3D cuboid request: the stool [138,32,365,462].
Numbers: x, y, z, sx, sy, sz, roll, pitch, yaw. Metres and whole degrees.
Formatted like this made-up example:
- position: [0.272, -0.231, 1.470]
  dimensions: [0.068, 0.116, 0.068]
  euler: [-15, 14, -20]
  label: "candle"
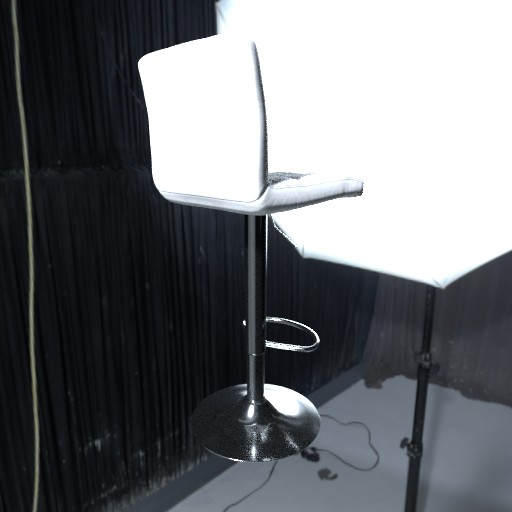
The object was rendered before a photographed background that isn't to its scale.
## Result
- position: [0.000, 0.000, 1.334]
  dimensions: [0.505, 1.115, 0.430]
  euler: [-14, 19, -43]
  label: "stool"
